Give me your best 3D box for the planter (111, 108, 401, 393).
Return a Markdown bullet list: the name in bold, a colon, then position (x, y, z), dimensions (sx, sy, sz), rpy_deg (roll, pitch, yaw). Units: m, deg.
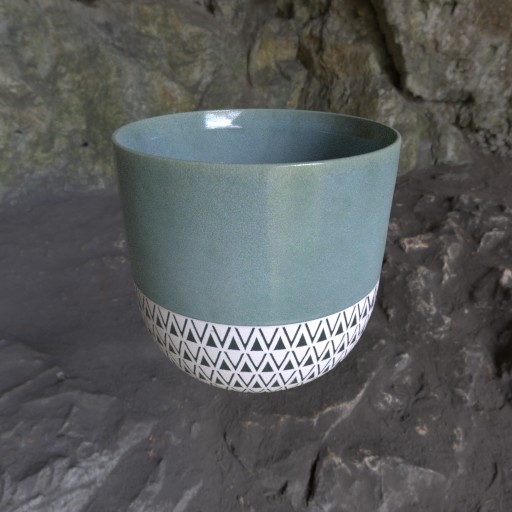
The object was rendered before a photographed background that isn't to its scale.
- **planter**: position (0.000, 0.000, 0.481), dimensions (0.266, 0.270, 0.266), rpy_deg (0, 26, 0)
